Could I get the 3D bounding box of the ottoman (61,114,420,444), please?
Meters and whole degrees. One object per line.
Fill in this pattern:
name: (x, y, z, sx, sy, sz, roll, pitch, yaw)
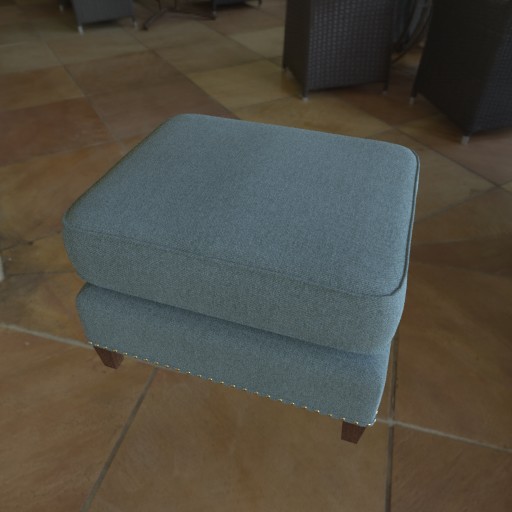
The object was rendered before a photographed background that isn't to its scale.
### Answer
ottoman: (0.000, 0.000, 1.151, 0.738, 0.537, 0.589, 13, 43, 14)
